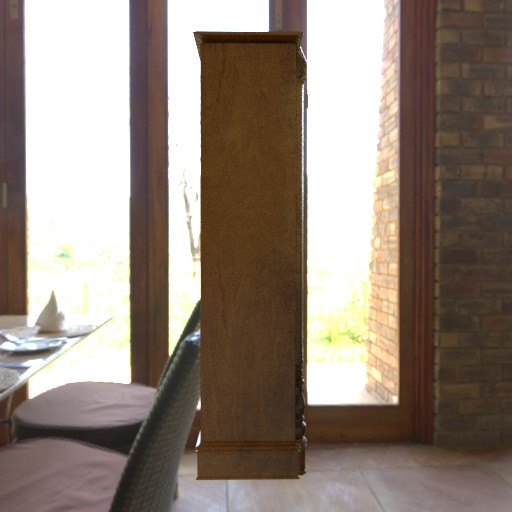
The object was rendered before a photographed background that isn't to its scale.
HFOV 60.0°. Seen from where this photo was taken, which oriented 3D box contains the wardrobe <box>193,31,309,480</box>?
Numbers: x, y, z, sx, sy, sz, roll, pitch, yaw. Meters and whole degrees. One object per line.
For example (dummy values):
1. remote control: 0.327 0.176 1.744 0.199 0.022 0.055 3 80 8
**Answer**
1. wardrobe: 0.000 0.000 1.142 0.273 0.959 0.406 0 0 -1
